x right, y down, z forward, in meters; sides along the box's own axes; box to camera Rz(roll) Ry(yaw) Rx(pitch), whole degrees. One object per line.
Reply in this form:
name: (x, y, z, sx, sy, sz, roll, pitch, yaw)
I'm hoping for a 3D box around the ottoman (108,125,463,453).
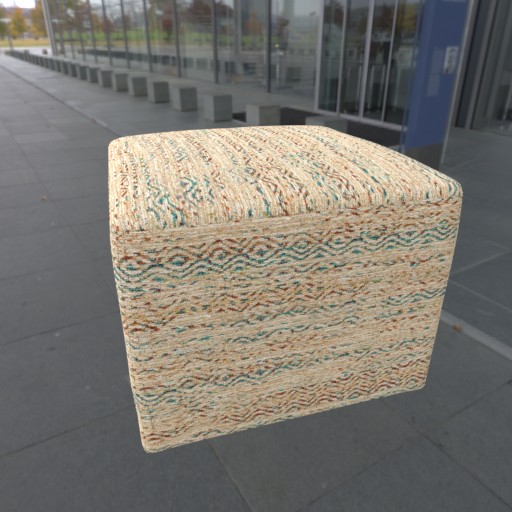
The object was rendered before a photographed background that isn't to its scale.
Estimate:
ottoman: (0.000, 0.000, 0.884, 0.521, 0.453, 0.512, -8, 27, -15)
